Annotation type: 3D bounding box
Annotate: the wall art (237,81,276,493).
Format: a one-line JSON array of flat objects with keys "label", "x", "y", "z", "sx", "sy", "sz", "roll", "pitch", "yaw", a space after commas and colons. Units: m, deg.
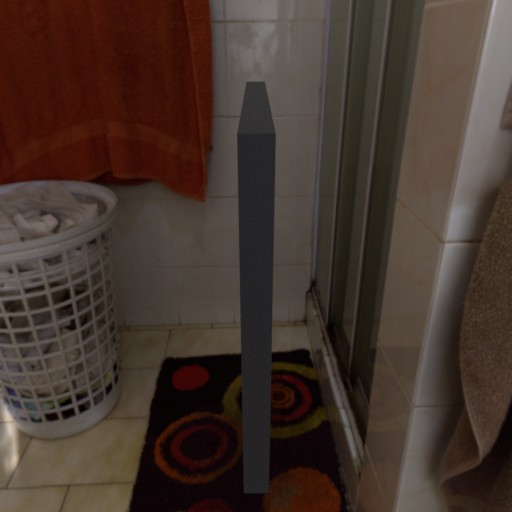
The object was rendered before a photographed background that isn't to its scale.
[{"label": "wall art", "x": 0.000, "y": 0.000, "z": 0.746, "sx": 0.036, "sy": 0.503, "sz": 0.506, "roll": 0, "pitch": 27, "yaw": 0}]
